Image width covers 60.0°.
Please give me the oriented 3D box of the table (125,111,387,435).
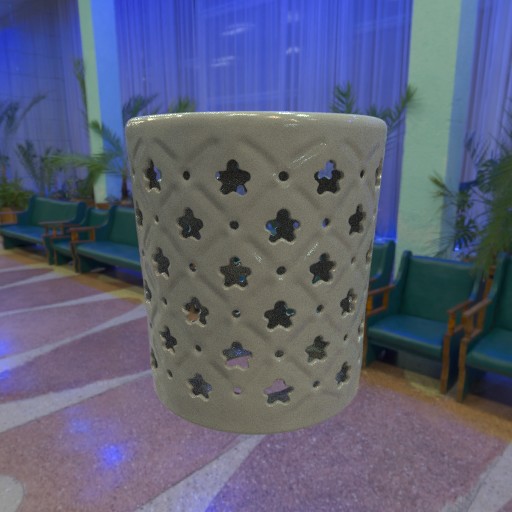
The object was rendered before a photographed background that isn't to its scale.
[{"bbox_3d":[0.000,0.000,0.657,0.352,0.387,0.352,0,13,0],"label":"table"}]
